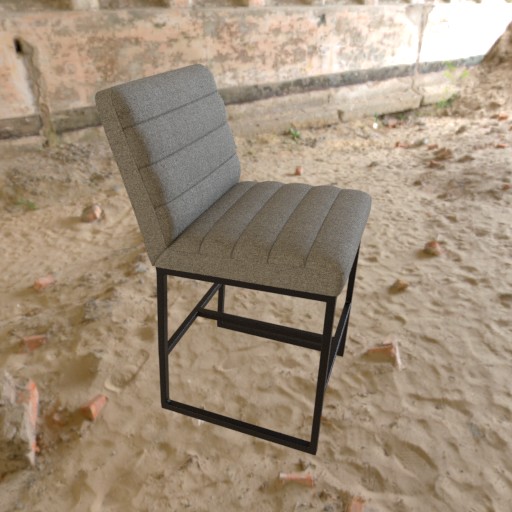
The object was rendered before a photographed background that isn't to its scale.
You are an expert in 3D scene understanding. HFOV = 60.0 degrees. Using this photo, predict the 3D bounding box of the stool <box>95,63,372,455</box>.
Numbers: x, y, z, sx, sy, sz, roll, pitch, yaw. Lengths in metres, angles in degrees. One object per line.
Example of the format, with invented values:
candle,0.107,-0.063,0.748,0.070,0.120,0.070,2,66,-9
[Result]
stool,0.000,0.000,1.243,0.560,0.940,0.460,10,32,17
